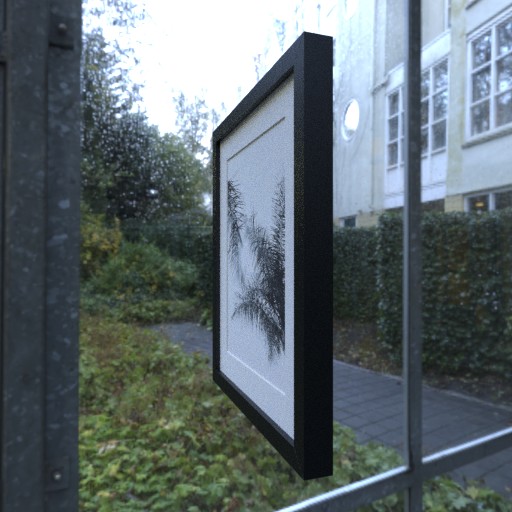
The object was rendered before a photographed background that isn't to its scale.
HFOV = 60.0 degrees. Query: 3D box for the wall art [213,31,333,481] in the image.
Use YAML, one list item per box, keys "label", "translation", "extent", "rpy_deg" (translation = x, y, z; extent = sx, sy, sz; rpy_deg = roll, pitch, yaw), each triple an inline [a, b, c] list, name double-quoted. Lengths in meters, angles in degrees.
- label: "wall art"
  translation: [0.000, 0.000, 0.533]
  extent: [0.028, 0.380, 0.325]
  rpy_deg: [0, 0, -19]
